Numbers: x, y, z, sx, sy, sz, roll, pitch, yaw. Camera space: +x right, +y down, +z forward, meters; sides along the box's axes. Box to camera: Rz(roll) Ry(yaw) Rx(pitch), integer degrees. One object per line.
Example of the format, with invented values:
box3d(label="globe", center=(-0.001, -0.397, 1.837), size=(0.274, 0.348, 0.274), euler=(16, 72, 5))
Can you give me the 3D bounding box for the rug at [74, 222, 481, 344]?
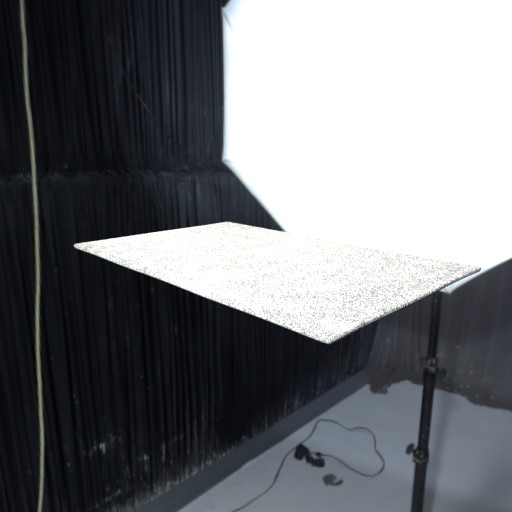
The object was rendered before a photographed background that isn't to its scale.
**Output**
box3d(label="rug", center=(0.000, 0.000, 2.971), size=(1.502, 0.025, 2.350), euler=(-13, 19, -42))
